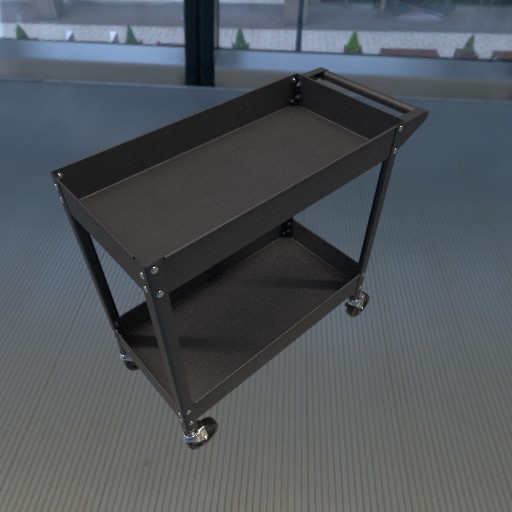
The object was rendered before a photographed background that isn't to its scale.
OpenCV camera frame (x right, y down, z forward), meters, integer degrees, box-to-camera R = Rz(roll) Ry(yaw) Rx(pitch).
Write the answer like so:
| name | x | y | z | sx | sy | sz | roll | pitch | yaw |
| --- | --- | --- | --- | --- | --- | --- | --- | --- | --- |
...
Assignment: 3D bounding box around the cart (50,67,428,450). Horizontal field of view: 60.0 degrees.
| name | x | y | z | sx | sy | sz | roll | pitch | yaw |
| --- | --- | --- | --- | --- | --- | --- | --- | --- | --- |
| cart | 0.000 | 0.000 | 1.184 | 0.779 | 0.719 | 0.366 | -33 | 54 | -28 |
